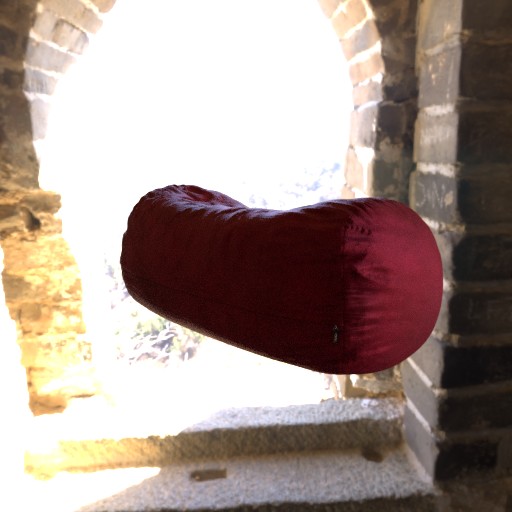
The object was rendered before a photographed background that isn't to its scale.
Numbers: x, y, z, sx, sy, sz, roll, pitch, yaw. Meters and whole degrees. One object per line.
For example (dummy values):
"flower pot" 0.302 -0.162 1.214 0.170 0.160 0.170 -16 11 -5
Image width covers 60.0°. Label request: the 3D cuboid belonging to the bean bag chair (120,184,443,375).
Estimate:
"bean bag chair" 0.000 0.000 2.871 2.293 0.867 1.216 11 17 42
